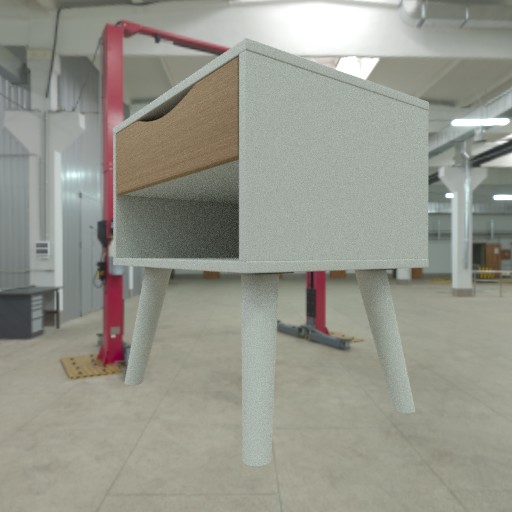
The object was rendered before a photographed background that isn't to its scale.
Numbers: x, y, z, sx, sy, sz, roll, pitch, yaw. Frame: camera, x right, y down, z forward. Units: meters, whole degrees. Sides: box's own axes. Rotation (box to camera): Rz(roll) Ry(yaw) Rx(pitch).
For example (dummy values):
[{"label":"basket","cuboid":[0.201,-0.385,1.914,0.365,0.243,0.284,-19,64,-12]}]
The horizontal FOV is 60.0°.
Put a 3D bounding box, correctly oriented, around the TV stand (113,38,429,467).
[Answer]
[{"label":"TV stand","cuboid":[0.000,0.000,0.889,0.405,0.559,0.508,0,0,-36]}]
